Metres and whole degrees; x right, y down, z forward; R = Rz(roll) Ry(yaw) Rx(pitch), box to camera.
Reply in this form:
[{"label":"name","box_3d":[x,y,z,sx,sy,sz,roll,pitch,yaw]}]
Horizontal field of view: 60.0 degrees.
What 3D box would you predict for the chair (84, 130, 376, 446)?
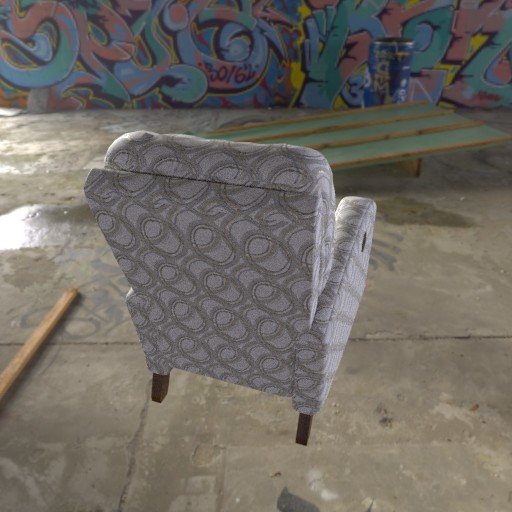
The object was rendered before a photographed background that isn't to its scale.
[{"label":"chair","box_3d":[0.000,0.000,1.702,0.796,1.065,0.995,10,31,17]}]
